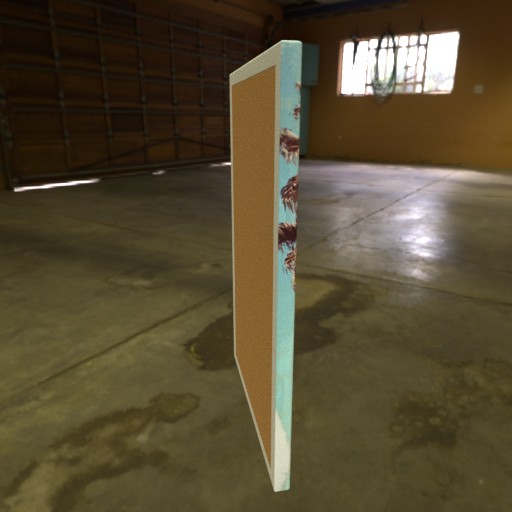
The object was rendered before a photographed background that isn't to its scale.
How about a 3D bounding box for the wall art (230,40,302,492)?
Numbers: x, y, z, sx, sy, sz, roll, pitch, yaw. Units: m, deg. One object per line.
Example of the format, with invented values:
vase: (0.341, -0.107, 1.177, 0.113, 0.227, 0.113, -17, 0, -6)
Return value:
wall art: (0.000, 0.000, 1.135, 0.037, 0.915, 0.605, -3, 18, -11)
